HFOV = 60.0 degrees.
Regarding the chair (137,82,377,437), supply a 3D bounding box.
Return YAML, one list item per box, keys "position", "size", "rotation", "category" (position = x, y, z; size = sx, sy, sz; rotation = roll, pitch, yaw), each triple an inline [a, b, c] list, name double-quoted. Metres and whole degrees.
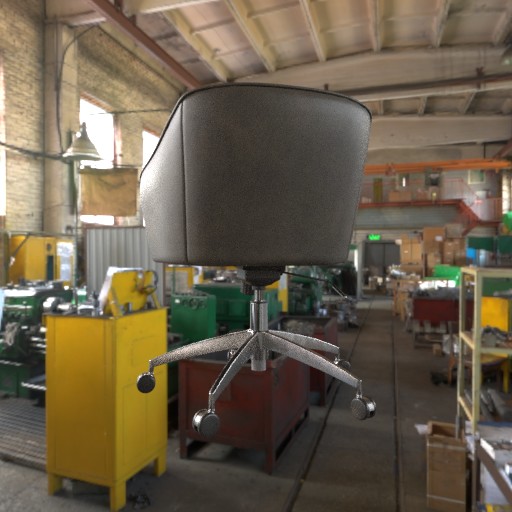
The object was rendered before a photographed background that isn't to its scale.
- position: [0.000, 0.000, 1.373]
  size: [0.713, 0.827, 0.689]
  rotation: [0, 0, -17]
  category: "chair"
